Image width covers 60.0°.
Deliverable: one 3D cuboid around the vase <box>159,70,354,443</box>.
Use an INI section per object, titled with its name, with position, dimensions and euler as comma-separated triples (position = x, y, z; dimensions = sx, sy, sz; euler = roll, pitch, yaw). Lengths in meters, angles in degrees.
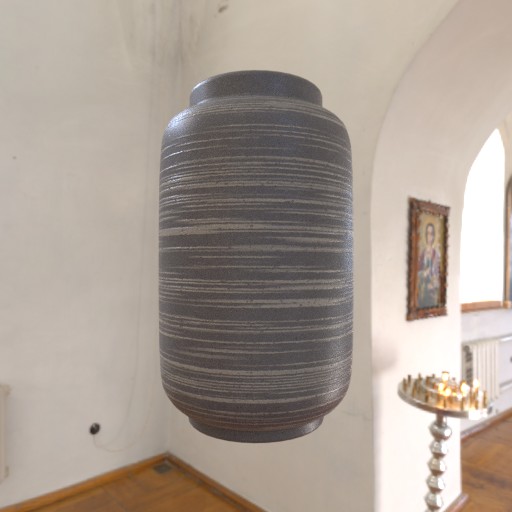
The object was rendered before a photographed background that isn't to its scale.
[vase]
position = 0.000, 0.000, 0.690
dimensions = 0.297, 0.499, 0.297
euler = 0, 0, 0
